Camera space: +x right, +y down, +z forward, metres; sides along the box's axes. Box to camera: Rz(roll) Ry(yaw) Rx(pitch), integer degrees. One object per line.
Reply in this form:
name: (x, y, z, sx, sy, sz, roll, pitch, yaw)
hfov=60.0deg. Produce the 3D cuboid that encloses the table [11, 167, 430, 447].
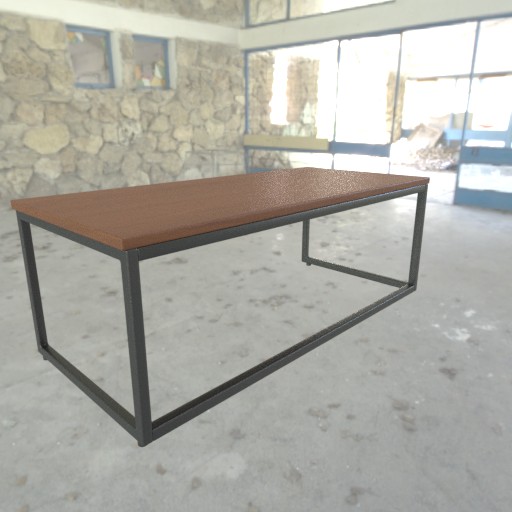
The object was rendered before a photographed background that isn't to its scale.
table: (0.000, 0.000, 1.281, 0.500, 0.400, 1.100, 16, 23, 42)
